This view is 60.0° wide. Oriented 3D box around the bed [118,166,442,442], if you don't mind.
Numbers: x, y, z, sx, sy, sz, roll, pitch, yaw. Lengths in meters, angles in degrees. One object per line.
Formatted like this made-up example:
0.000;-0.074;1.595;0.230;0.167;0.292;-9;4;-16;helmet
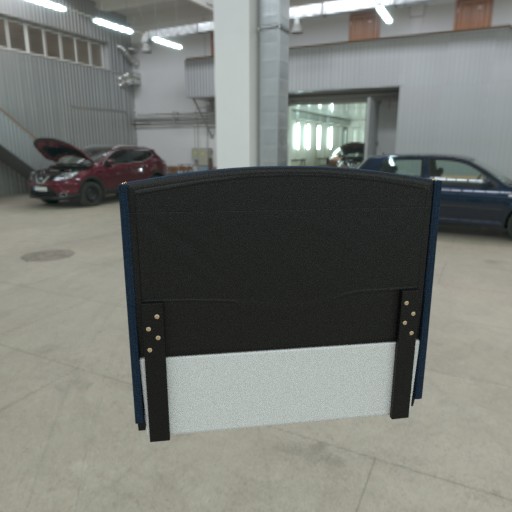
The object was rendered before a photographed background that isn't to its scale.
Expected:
0.000;0.000;3.302;1.604;1.402;2.223;-2;14;-8;bed
